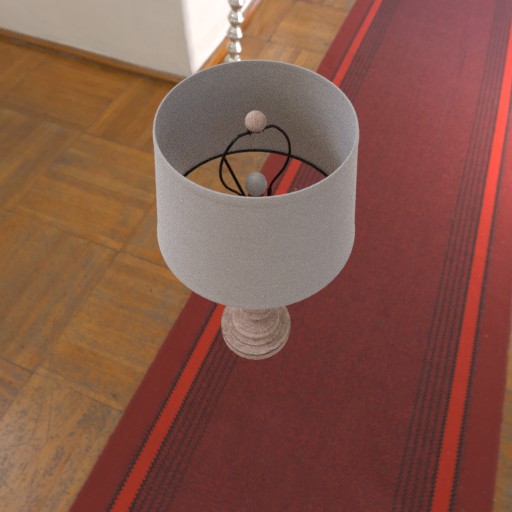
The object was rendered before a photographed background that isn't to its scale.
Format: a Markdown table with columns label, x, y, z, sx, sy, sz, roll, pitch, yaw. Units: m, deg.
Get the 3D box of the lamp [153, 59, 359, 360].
| label | x | y | z | sx | sy | sz | roll | pitch | yaw |
| --- | --- | --- | --- | --- | --- | --- | --- | --- | --- |
| lamp | 0.000 | 0.000 | 0.861 | 0.340 | 0.678 | 0.340 | 0 | 57 | 0 |
